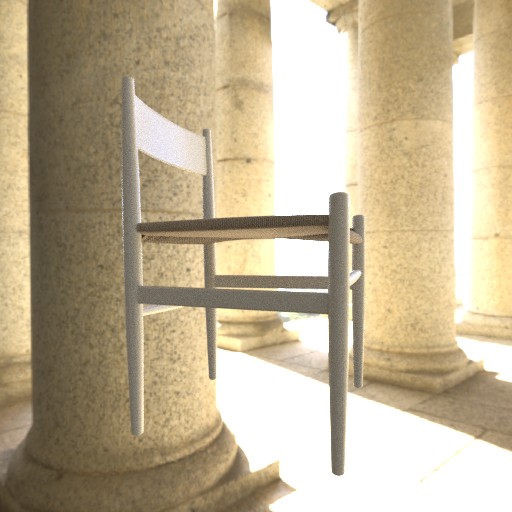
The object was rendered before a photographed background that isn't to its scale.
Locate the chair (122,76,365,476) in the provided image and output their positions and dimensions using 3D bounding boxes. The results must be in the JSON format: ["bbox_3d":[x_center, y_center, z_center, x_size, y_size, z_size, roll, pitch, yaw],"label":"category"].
[{"bbox_3d":[0.000,0.000,1.087,0.495,0.762,0.556,0,1,17],"label":"chair"}]
